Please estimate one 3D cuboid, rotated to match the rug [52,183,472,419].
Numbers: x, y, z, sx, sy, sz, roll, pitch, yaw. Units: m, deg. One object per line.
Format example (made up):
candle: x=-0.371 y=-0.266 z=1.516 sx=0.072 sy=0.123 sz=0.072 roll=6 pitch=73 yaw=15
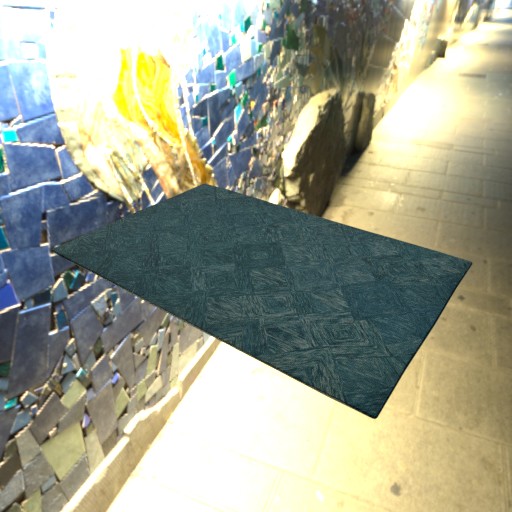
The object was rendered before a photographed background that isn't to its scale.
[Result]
rug: x=0.000 y=0.000 z=2.158 sx=1.728 sy=0.017 sz=1.136 roll=21 pitch=36 yaw=31
